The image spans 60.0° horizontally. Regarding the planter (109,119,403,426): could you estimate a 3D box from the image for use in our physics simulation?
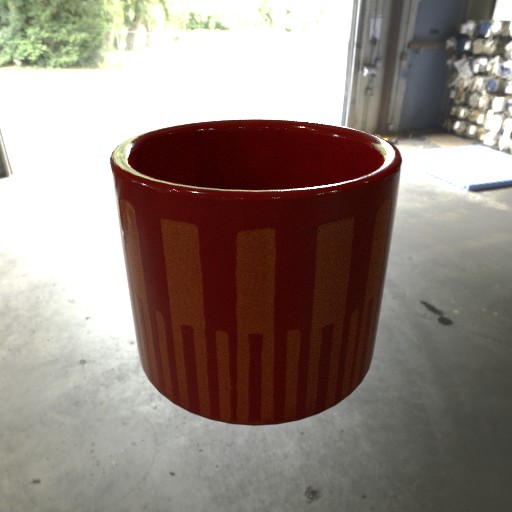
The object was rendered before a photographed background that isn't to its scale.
[{"bbox_3d":[0.000,0.000,0.405,0.230,0.202,0.230,0,28,0],"label":"planter"}]
